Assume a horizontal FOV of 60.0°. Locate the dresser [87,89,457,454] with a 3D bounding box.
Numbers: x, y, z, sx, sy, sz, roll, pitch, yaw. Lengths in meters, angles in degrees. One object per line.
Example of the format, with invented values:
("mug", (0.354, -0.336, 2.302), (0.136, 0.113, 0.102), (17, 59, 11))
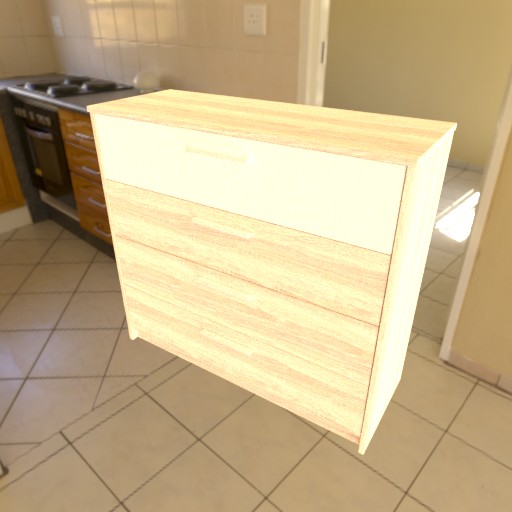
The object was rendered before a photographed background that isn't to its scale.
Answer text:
("dresser", (0.000, 0.000, 1.447), (0.980, 0.900, 0.380), (17, 34, 28))
